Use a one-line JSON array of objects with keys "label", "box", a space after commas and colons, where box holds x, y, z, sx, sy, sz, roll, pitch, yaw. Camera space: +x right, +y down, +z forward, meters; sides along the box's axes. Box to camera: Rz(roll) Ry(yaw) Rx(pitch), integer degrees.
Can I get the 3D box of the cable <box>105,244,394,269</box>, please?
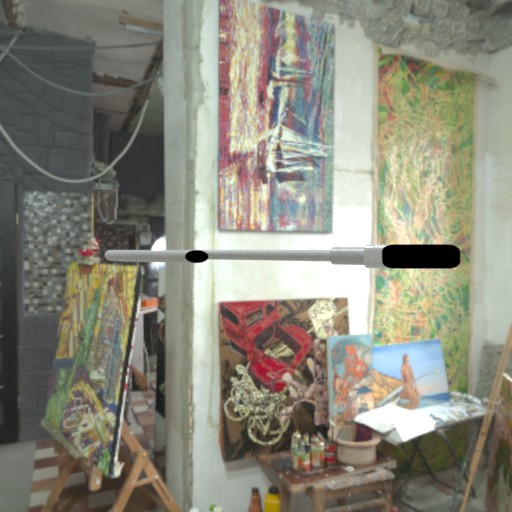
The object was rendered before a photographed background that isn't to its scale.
[{"label": "cable", "box": [0.000, 0.000, 0.109, 0.098, 0.006, 0.040, 1, 1, 36]}]
